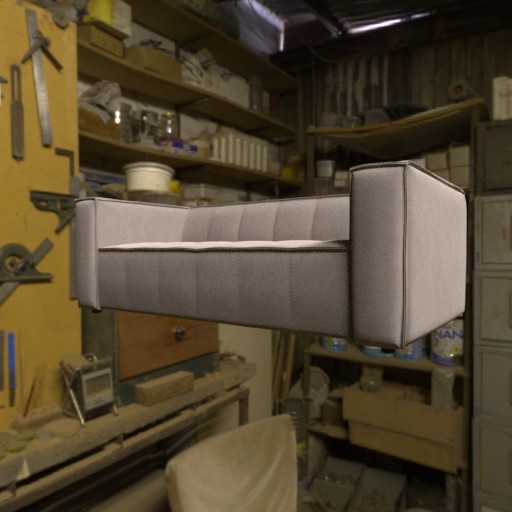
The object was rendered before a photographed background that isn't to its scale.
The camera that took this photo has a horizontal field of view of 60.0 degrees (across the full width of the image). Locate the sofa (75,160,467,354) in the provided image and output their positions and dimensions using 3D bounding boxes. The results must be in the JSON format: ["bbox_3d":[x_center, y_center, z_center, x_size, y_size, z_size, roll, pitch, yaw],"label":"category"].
[{"bbox_3d":[0.000,0.000,2.451,1.995,0.680,1.038,1,1,36],"label":"sofa"}]
